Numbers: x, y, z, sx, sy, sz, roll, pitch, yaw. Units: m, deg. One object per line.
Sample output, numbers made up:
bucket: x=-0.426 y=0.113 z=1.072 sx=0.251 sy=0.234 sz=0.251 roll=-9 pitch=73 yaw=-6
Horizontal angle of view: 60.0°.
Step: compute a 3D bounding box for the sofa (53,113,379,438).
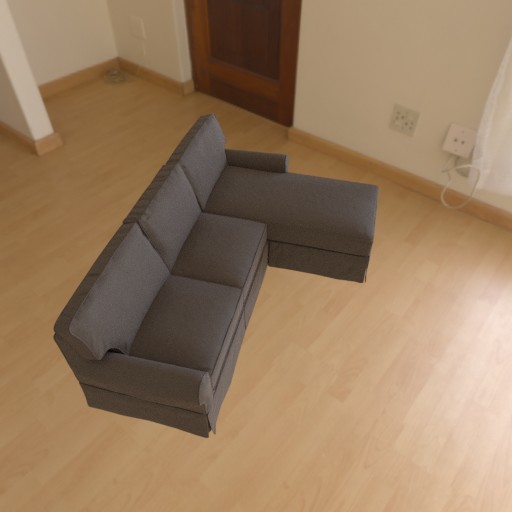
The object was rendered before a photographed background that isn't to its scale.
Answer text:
sofa: x=0.000 y=0.000 z=3.319 sx=1.733 sy=0.978 sz=2.475 roll=10 pitch=46 yaw=10
